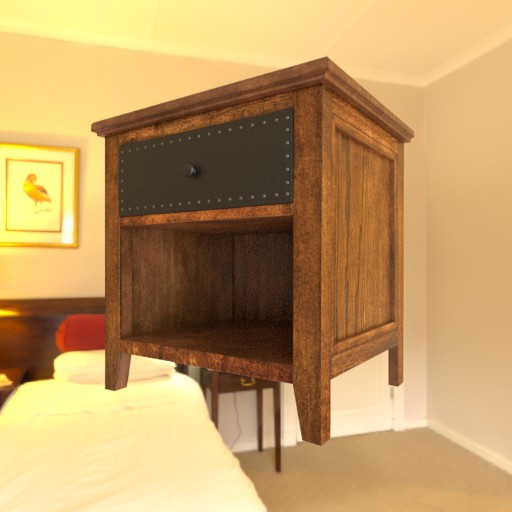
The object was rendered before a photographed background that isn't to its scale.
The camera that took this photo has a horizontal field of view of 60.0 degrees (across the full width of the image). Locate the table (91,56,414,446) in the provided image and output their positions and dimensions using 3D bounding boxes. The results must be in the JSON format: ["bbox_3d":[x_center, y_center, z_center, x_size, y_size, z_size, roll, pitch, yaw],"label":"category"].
[{"bbox_3d":[0.000,0.000,1.015,0.586,0.597,0.461,0,-1,34],"label":"table"}]
